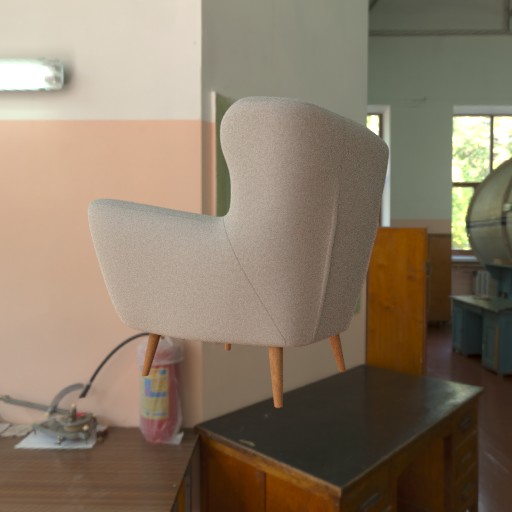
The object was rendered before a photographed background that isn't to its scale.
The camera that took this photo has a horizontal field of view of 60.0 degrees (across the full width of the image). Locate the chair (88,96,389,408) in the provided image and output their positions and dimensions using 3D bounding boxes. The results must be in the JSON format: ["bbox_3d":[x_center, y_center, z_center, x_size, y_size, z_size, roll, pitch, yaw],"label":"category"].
[{"bbox_3d":[0.000,0.000,1.650,0.889,0.889,0.890,1,2,35],"label":"chair"}]
